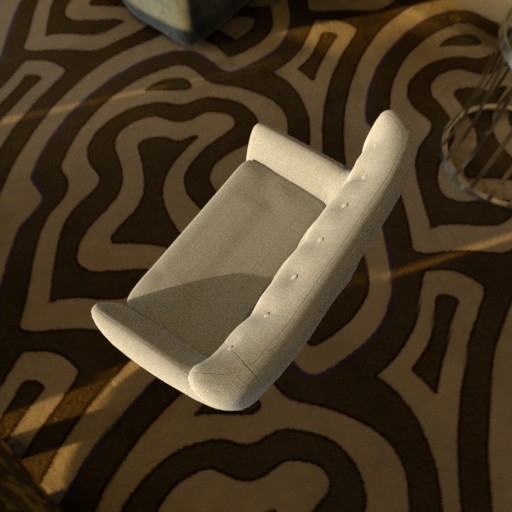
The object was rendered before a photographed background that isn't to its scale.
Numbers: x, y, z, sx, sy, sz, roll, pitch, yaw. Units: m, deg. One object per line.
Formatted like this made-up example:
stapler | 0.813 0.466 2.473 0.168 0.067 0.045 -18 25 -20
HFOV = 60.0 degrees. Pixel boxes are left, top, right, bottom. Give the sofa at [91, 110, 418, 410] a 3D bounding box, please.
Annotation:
sofa | 0.000 0.000 2.079 0.884 1.028 1.386 32 68 15
